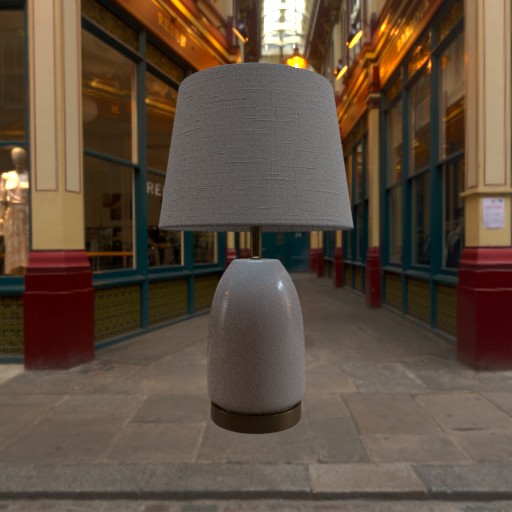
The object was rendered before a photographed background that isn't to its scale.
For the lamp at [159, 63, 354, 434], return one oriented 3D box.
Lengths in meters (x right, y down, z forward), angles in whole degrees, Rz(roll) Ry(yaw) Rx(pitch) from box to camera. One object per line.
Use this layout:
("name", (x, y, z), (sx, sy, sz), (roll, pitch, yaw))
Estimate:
("lamp", (0.000, 0.000, 0.665), (0.285, 0.483, 0.285), (0, 2, 0))
